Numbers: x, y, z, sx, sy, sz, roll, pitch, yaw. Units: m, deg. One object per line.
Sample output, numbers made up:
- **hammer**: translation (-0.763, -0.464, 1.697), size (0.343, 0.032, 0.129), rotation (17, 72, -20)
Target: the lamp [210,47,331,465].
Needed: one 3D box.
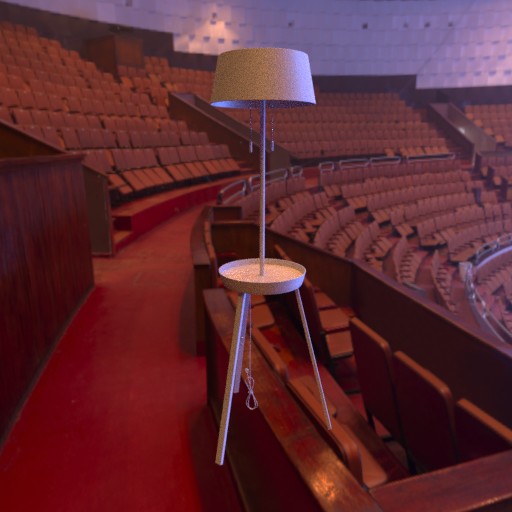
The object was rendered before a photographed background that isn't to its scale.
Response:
- **lamp**: translation (0.000, 0.000, 1.714), size (0.508, 1.429, 0.468), rotation (-7, 16, -25)
